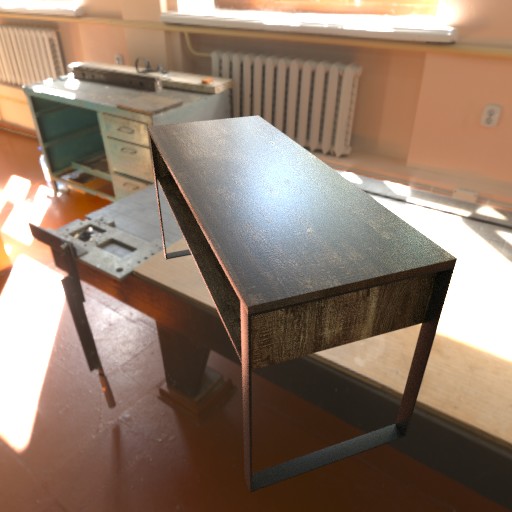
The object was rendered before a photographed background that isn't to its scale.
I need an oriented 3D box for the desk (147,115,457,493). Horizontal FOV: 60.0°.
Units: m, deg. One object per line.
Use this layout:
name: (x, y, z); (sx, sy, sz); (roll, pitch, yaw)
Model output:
desk: (0.000, 0.000, 1.908); (0.599, 0.762, 1.524); (-11, 34, -17)
